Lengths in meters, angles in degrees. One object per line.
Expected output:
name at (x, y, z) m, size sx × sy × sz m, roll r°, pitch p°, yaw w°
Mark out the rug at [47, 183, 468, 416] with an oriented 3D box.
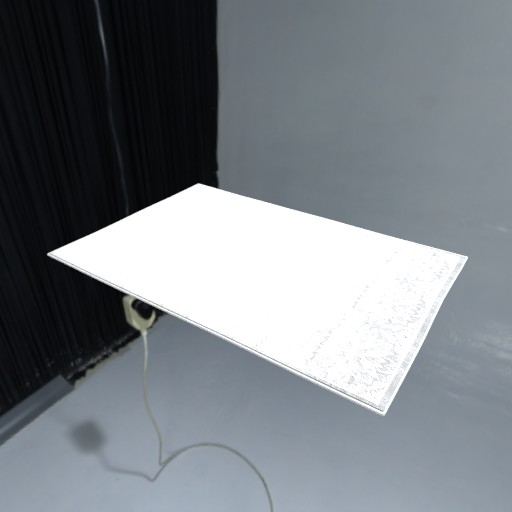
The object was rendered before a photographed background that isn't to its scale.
rug at (0.000, 0.000, 3.460) m, size 2.746 × 0.018 × 1.819 m, roll 19°, pitch 36°, yaw 29°
